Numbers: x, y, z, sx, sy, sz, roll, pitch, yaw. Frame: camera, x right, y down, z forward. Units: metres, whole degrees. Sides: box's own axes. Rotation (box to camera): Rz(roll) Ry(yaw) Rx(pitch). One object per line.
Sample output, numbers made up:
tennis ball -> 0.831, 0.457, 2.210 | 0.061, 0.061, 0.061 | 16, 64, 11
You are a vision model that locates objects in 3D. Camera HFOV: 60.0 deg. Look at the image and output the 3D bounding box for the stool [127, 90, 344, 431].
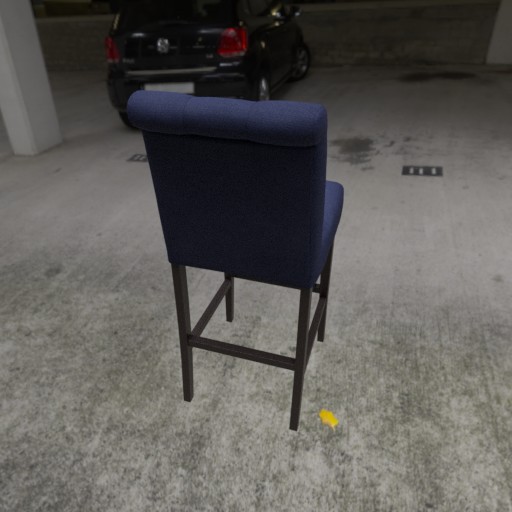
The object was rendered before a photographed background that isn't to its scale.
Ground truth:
stool -> 0.000, 0.000, 1.487 | 0.493, 1.140, 0.601 | 10, 34, 15
